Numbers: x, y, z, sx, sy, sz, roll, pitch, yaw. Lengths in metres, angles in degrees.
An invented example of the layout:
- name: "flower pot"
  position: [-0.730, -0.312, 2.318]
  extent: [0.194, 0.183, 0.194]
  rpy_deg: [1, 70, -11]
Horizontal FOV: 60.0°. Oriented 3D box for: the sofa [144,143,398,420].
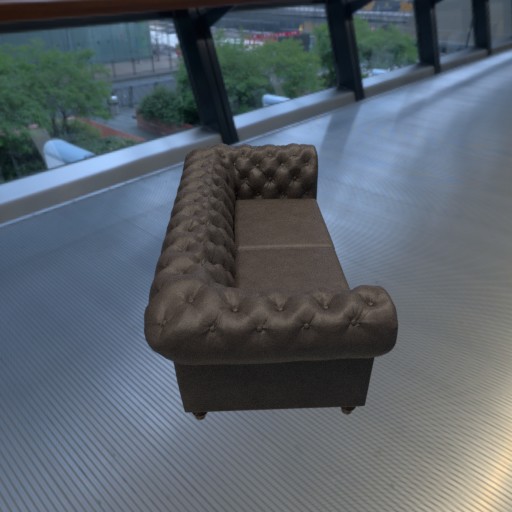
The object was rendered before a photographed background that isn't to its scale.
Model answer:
- name: "sofa"
  position: [0.000, 0.000, 2.564]
  extent: [0.944, 0.779, 2.048]
  rpy_deg: [-1, 32, -2]
